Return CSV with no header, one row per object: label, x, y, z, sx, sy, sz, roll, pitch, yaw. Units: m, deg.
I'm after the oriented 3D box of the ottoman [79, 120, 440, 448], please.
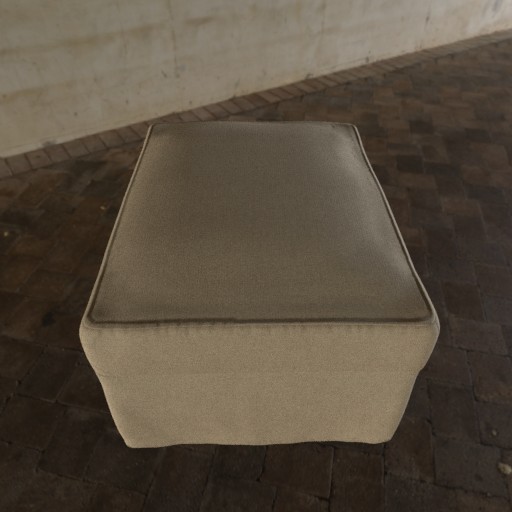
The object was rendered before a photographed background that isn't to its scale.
ottoman,0.000,0.000,1.192,0.650,0.485,0.833,-1,42,-1
